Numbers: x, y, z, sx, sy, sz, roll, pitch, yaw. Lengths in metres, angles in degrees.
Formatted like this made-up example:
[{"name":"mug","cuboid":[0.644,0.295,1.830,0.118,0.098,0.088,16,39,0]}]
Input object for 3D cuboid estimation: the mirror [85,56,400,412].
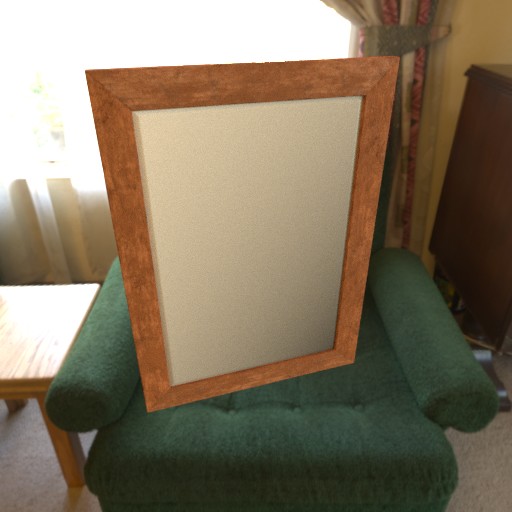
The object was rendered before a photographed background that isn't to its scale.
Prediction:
[{"name":"mirror","cuboid":[0.000,0.000,1.362,0.796,1.099,0.028,-9,32,-15]}]
